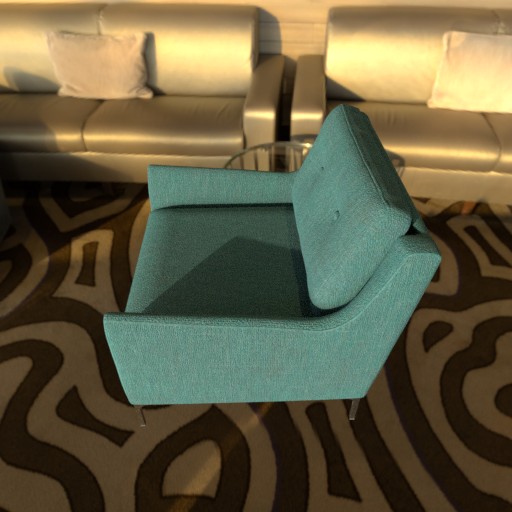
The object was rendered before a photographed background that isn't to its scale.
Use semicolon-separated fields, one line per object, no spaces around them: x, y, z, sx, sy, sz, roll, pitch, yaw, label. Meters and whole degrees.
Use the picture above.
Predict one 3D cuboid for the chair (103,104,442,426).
0.000;0.000;1.546;0.849;0.828;0.847;-1;41;-1;chair
